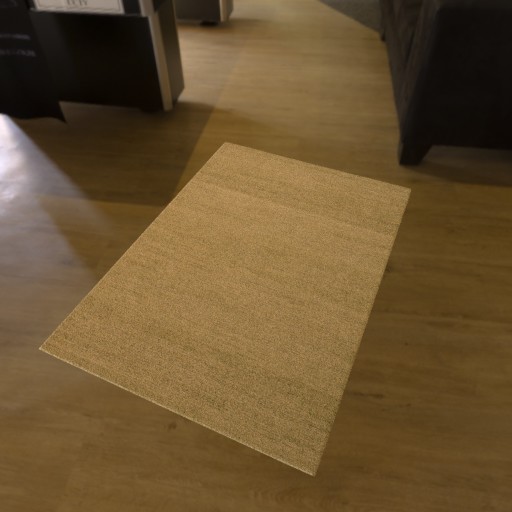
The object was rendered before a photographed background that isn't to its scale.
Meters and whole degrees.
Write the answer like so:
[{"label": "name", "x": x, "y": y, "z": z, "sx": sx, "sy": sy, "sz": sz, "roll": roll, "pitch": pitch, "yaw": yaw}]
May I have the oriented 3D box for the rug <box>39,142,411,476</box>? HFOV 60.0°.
[{"label": "rug", "x": 0.000, "y": 0.000, "z": 5.071, "sx": 2.782, "sy": 0.025, "sz": 3.935, "roll": 18, "pitch": 49, "yaw": 16}]
